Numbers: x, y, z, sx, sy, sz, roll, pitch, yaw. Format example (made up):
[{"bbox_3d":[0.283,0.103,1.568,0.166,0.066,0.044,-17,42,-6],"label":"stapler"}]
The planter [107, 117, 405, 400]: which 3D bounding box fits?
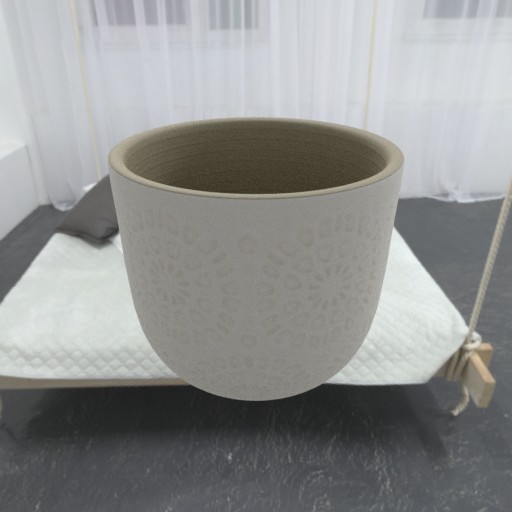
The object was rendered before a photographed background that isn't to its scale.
[{"bbox_3d":[0.000,0.000,0.219,0.124,0.109,0.124,0,29,0],"label":"planter"}]
